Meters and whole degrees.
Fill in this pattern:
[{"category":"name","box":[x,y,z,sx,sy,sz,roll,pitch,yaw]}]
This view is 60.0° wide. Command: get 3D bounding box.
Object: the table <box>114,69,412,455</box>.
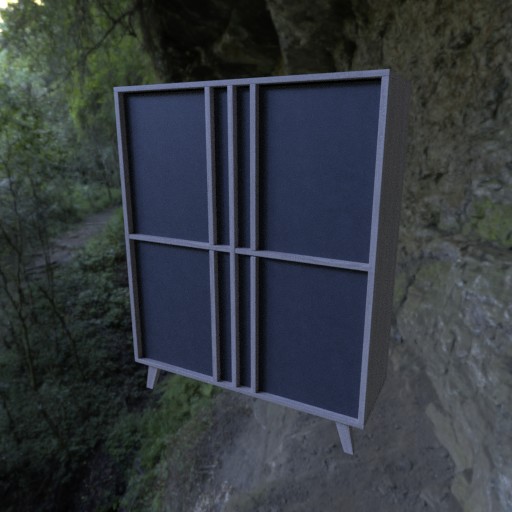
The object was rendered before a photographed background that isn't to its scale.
[{"category":"table","box":[0.000,0.000,1.919,1.111,1.388,0.398,8,17,27]}]
